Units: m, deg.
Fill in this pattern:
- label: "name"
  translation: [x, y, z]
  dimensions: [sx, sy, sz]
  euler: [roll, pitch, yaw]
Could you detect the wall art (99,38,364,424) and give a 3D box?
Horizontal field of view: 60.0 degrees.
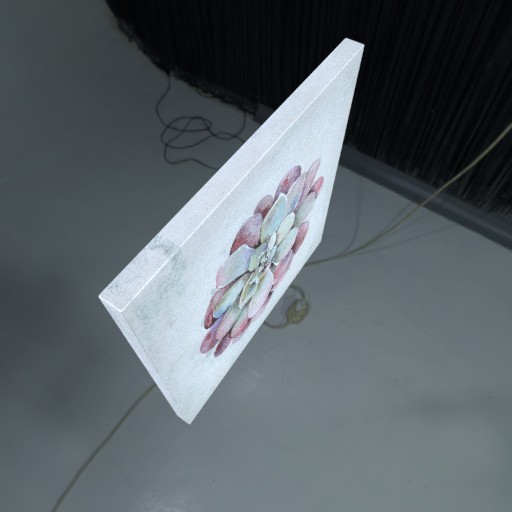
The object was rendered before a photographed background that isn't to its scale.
- label: "wall art"
  translation: [0.000, 0.000, 0.891]
  dimensions: [0.044, 0.605, 0.605]
  euler: [30, 63, 17]
